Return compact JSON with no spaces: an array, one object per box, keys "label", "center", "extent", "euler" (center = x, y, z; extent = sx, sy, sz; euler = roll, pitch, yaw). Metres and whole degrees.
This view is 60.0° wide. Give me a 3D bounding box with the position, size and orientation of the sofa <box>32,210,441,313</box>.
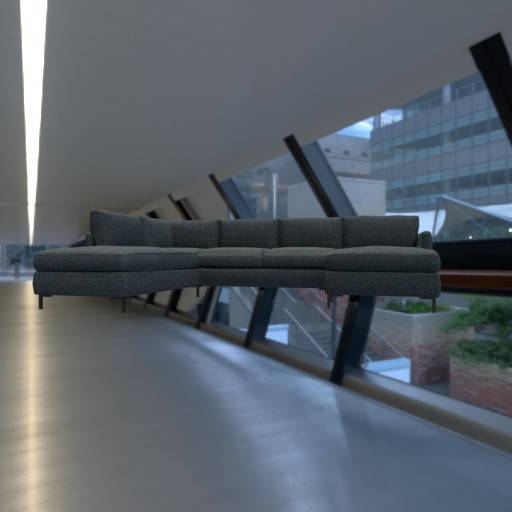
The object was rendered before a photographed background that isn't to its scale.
[{"label":"sofa","center":[0.000,0.000,3.592],"extent":[2.737,0.753,1.879],"euler":[0,0,17]}]
